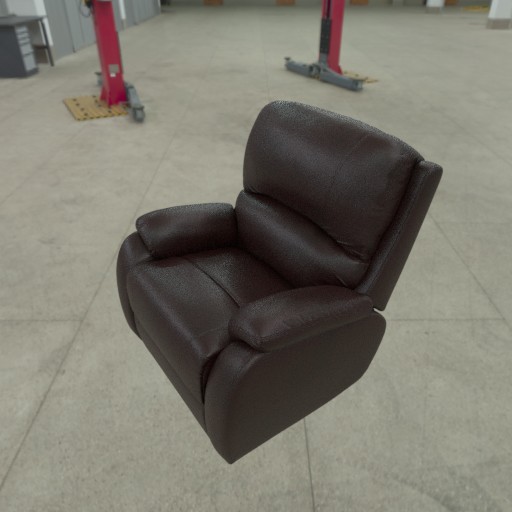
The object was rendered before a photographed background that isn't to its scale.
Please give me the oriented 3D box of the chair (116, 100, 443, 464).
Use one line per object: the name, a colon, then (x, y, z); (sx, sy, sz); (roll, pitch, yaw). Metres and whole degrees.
chair: (0.000, 0.000, 1.723); (0.899, 1.011, 0.930); (-21, 38, -29)
